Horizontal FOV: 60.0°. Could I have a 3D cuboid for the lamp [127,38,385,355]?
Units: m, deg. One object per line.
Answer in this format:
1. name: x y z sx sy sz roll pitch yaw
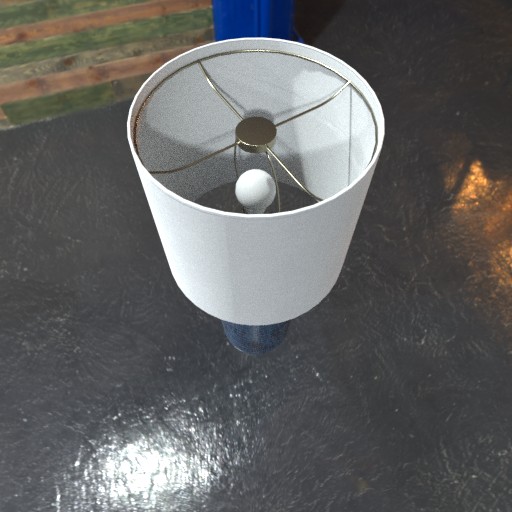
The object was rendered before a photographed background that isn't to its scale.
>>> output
1. lamp: 0.000 0.000 0.586 0.220 0.475 0.220 -16 60 -10
